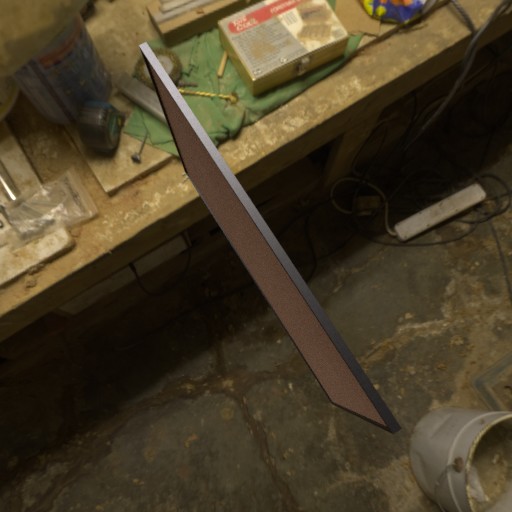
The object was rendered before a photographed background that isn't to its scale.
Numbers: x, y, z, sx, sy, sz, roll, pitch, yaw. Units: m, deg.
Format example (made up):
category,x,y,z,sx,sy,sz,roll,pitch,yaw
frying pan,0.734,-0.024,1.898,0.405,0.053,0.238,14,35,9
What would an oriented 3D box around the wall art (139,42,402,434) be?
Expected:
category,x,y,z,sx,sy,sz,roll,pitch,yaw
wall art,0.000,0.000,1.212,0.019,0.660,0.957,-31,78,-7
